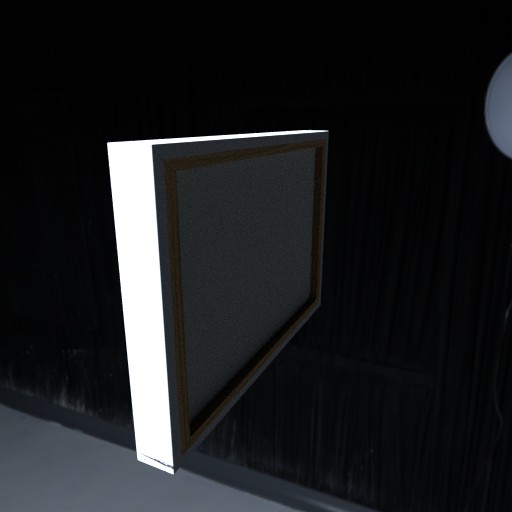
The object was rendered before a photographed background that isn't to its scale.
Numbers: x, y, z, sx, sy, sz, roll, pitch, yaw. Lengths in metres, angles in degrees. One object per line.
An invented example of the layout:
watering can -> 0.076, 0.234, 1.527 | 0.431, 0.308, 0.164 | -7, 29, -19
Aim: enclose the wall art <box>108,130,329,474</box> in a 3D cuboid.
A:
wall art -> 0.000, 0.000, 0.491 | 0.038, 0.259, 0.381 | 8, 19, 25
